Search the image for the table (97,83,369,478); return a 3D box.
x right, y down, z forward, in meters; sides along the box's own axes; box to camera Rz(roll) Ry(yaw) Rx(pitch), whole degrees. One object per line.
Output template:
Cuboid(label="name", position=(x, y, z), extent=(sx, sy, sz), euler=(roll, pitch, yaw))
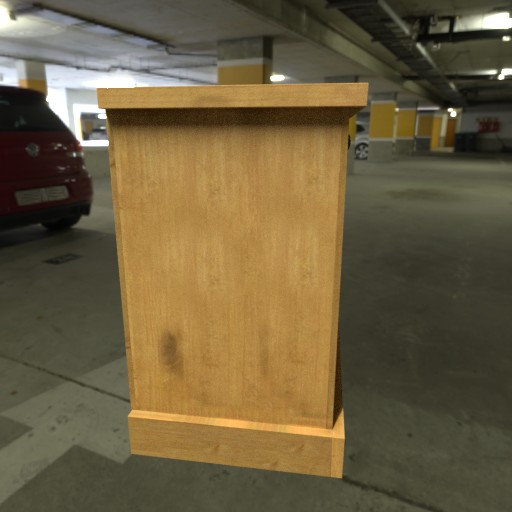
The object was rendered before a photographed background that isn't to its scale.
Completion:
Cuboid(label="table", position=(0.000, 0.000, 1.213), extent=(0.500, 0.813, 0.660), euler=(2, 16, 9))
